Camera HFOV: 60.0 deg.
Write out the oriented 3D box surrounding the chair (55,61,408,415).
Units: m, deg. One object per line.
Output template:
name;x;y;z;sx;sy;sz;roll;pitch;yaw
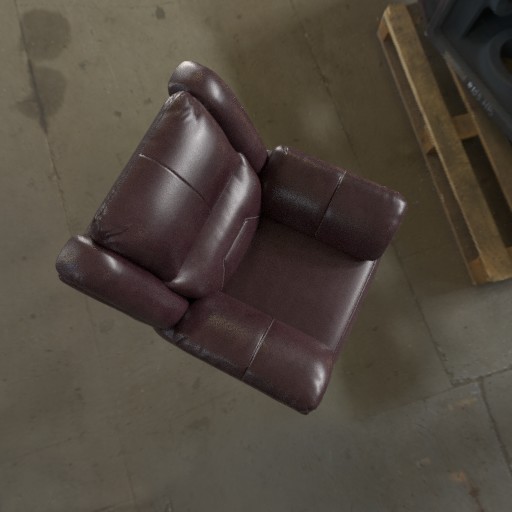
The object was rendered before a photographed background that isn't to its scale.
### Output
chair;0.000;0.000;1.887;1.041;1.093;0.990;26;78;6
